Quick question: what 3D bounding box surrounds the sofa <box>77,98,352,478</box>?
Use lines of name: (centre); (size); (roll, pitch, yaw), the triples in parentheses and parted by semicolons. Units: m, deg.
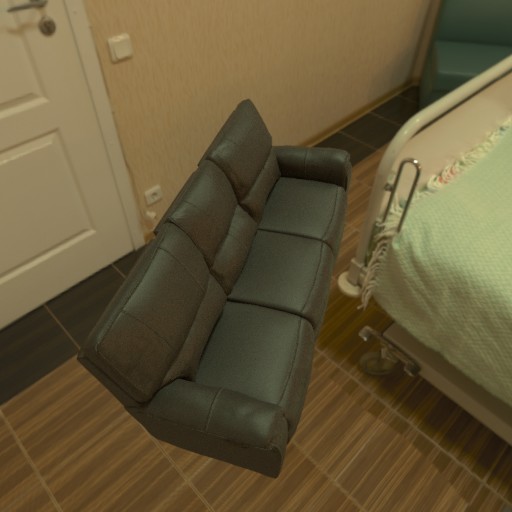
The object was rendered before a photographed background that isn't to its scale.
sofa: (0.000, 0.000, 3.144); (1.104, 1.134, 2.627); (12, 48, 11)
